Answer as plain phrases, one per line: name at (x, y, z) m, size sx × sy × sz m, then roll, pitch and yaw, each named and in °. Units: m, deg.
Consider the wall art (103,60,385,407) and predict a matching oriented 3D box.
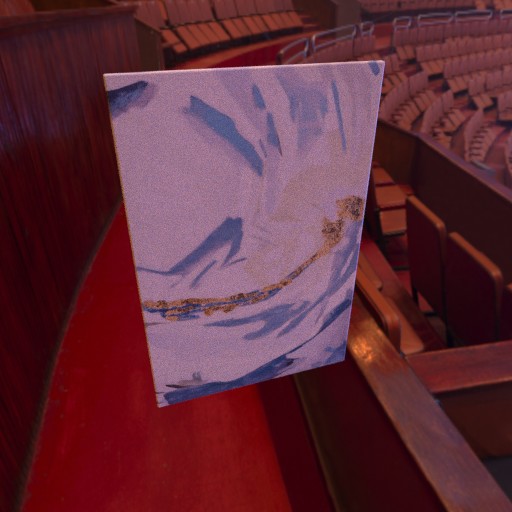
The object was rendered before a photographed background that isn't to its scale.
wall art at (0.000, 0.000, 1.153) m, size 0.610 × 0.914 × 0.016 m, roll -10°, pitch 32°, yaw -16°
